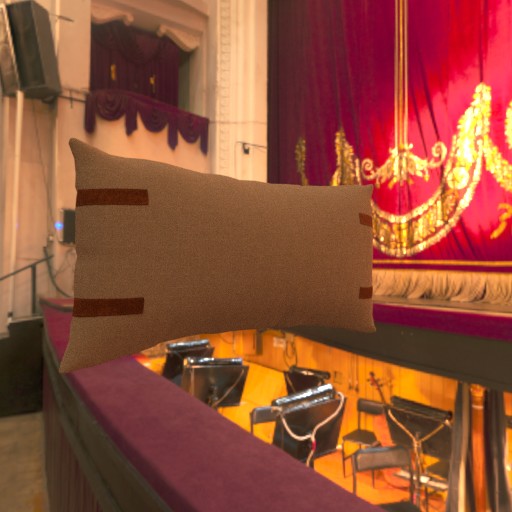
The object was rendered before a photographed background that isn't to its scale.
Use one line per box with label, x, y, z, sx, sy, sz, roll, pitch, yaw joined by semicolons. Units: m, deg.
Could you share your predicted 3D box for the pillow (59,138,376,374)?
pillow;0.000;0.000;0.741;0.612;0.308;0.148;1;-2;-36
